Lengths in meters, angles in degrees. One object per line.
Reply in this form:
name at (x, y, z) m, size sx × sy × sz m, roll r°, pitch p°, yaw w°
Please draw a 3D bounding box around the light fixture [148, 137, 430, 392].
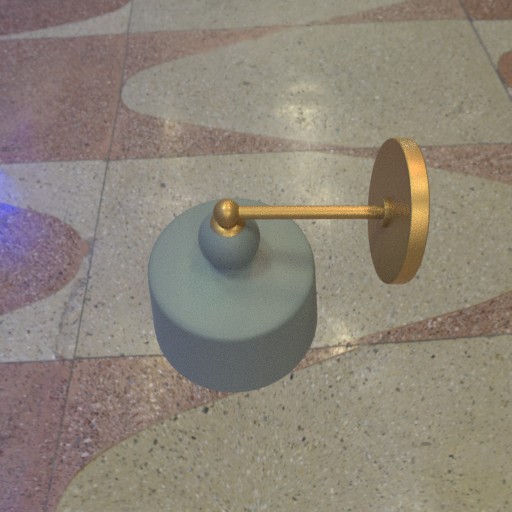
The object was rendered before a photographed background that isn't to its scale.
light fixture at (0.000, 0.000, 0.446) m, size 0.254 × 0.268 × 0.204 m, roll 0°, pitch 58°, yaw 0°
